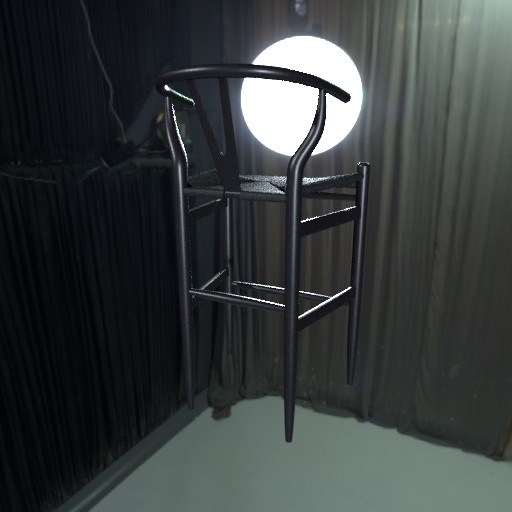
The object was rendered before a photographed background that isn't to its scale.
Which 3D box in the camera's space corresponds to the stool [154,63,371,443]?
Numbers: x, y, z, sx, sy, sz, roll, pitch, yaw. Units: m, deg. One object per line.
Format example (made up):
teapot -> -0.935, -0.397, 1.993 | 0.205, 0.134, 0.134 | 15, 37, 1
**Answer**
stool -> 0.000, 0.000, 1.423 | 0.569, 1.072, 0.579 | 8, 17, 26
